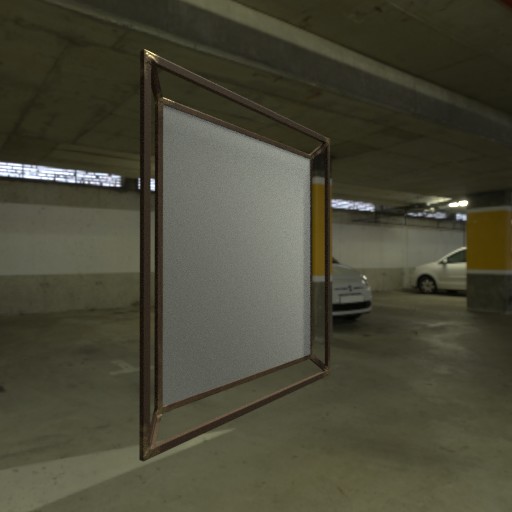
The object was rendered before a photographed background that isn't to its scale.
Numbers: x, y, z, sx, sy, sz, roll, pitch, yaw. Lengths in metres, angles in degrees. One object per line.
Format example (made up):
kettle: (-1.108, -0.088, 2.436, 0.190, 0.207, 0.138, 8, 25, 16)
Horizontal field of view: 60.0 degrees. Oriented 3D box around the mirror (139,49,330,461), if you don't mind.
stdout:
mirror: (0.000, 0.000, 0.912, 0.032, 0.610, 0.610, 0, -1, 36)
